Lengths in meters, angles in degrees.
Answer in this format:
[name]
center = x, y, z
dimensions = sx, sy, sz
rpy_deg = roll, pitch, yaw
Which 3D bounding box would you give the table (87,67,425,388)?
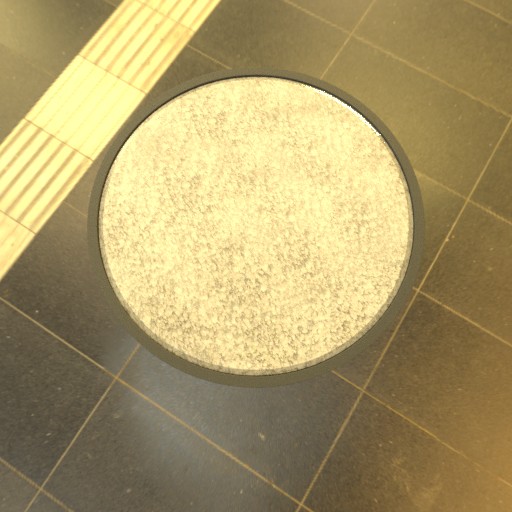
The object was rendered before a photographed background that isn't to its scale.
[table]
center = 0.000, 0.000, 0.860
dimensions = 0.470, 0.498, 0.470
rpy_deg = 0, 76, 0
